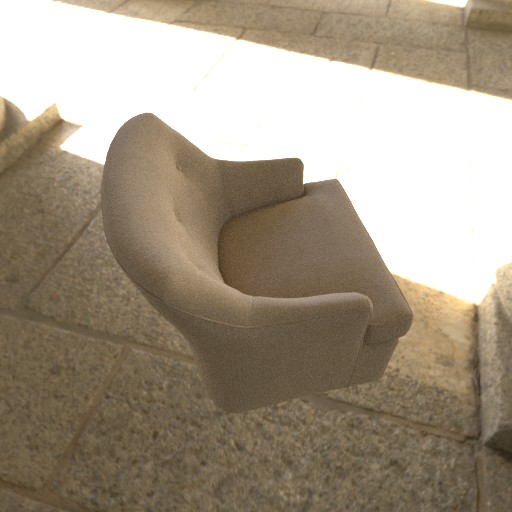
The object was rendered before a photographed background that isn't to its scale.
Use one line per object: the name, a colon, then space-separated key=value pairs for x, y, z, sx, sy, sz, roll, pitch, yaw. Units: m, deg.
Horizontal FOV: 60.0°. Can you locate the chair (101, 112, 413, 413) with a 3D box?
chair: x=0.000 y=0.000 z=1.629 sx=0.923 sy=0.856 sz=0.864 roll=-9 pitch=48 yaw=-8
